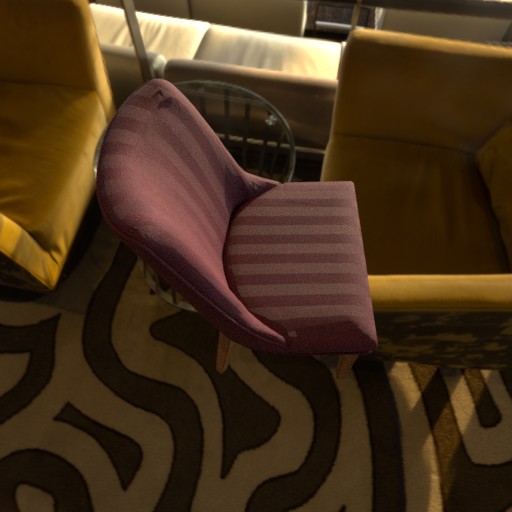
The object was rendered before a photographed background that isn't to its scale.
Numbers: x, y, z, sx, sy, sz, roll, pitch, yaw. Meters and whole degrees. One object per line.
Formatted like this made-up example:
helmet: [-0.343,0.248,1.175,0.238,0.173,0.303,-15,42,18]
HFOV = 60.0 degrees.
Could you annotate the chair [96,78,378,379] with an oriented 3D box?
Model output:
chair: [0.000,0.000,1.280,0.638,0.916,0.548,-1,62,0]
